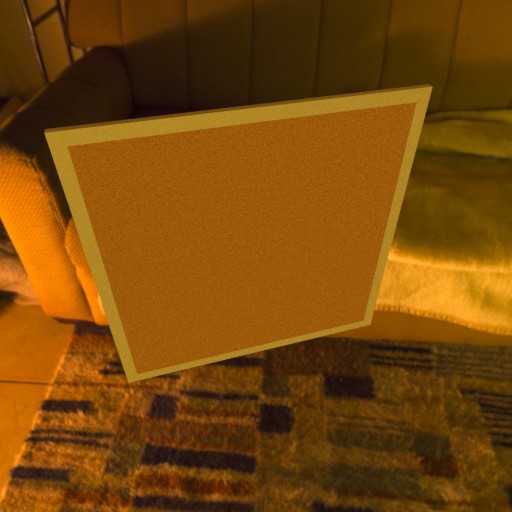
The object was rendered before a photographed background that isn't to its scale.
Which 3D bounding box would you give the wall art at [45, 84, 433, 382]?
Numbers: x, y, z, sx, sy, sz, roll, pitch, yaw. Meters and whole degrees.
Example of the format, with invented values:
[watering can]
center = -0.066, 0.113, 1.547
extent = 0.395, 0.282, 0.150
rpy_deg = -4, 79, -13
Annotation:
[wall art]
center = 0.000, 0.000, 0.658
extent = 0.456, 0.457, 0.009
rpy_deg = -11, 42, -12
